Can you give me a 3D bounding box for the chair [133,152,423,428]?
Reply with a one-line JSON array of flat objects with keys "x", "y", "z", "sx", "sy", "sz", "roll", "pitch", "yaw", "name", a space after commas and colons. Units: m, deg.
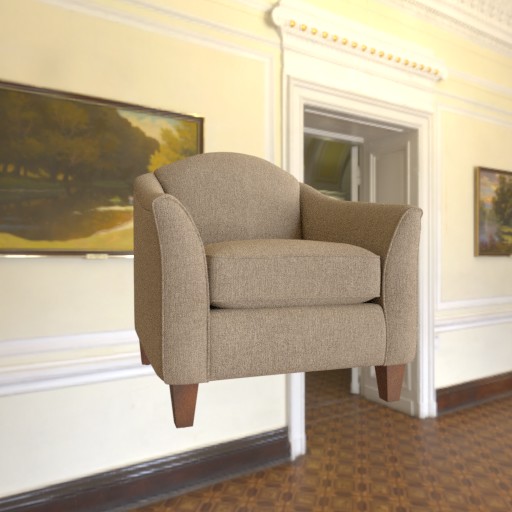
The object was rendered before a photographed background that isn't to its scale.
[{"x": 0.000, "y": 0.000, "z": 1.491, "sx": 0.763, "sy": 0.839, "sz": 0.787, "roll": 0, "pitch": 0, "yaw": -19, "name": "chair"}]
